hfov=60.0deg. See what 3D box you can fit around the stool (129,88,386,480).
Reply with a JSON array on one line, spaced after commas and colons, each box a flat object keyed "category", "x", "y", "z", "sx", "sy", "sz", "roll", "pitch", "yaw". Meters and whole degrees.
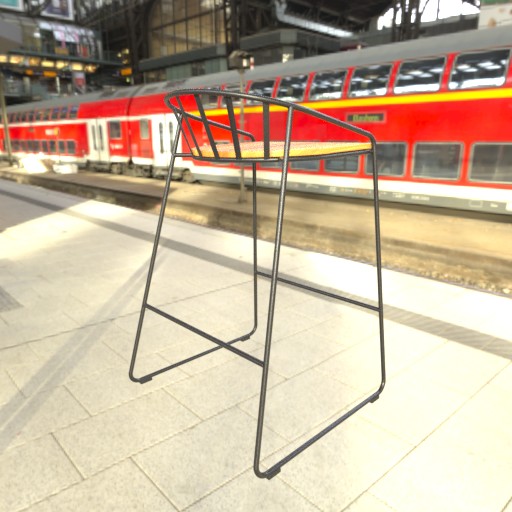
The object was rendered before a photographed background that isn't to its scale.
[{"category": "stool", "x": 0.000, "y": 0.000, "z": 1.189, "sx": 0.521, "sy": 0.812, "sz": 0.546, "roll": -14, "pitch": 21, "yaw": -42}]
